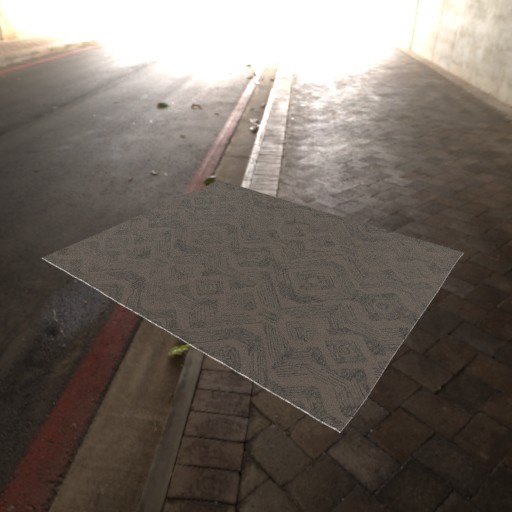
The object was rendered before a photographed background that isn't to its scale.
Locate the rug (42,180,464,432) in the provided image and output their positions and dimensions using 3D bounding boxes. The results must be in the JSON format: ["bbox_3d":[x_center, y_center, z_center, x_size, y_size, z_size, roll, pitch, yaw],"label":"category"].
[{"bbox_3d":[0.000,0.000,4.054,3.054,0.030,2.430,22,37,32],"label":"rug"}]
